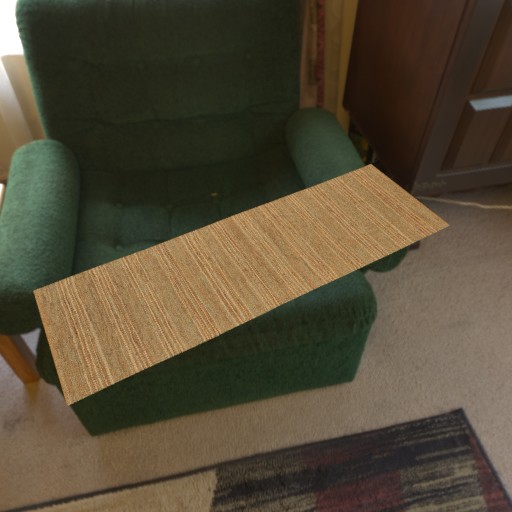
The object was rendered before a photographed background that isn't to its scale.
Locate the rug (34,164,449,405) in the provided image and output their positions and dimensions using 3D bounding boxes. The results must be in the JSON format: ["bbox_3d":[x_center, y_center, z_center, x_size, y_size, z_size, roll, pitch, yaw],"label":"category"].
[{"bbox_3d":[0.000,0.000,2.677,2.438,0.006,0.783,-23,51,-20],"label":"rug"}]
